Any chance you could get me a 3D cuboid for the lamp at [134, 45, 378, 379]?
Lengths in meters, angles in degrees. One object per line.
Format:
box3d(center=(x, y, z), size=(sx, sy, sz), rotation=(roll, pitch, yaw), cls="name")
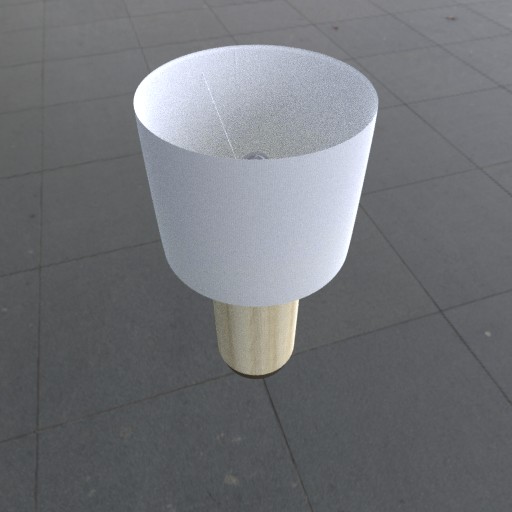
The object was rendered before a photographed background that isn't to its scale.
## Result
box3d(center=(0.000, 0.000, 0.576), size=(0.228, 0.444, 0.228), rotation=(-2, 46, -2), cls="lamp")
